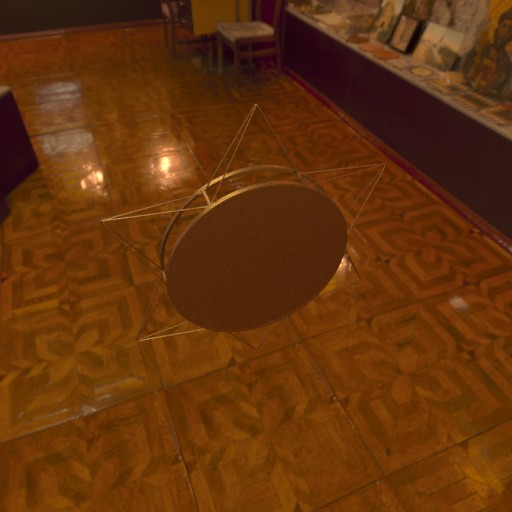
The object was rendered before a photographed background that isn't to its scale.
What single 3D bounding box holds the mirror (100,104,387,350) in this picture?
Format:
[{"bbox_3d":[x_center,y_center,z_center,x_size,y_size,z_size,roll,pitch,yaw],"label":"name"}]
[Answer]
[{"bbox_3d":[0.000,0.000,0.825,0.498,0.581,0.062,-14,44,-15],"label":"mirror"}]
